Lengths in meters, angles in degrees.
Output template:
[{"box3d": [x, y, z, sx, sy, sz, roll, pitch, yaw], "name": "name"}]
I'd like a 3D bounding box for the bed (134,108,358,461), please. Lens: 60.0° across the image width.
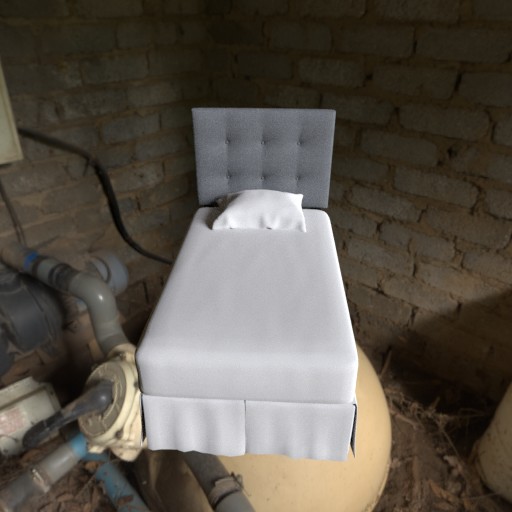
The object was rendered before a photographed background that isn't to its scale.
[{"box3d": [0.000, 0.000, 3.033, 1.261, 1.571, 1.997, 2, 30, 3], "name": "bed"}]
